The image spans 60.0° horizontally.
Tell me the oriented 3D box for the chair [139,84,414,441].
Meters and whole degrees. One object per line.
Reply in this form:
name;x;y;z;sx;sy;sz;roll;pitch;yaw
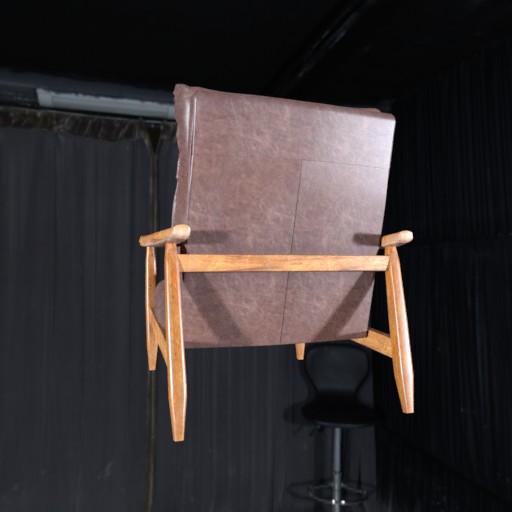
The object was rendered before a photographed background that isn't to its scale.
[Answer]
chair;0.000;0.000;1.537;0.782;0.897;0.830;0;-1;-18
